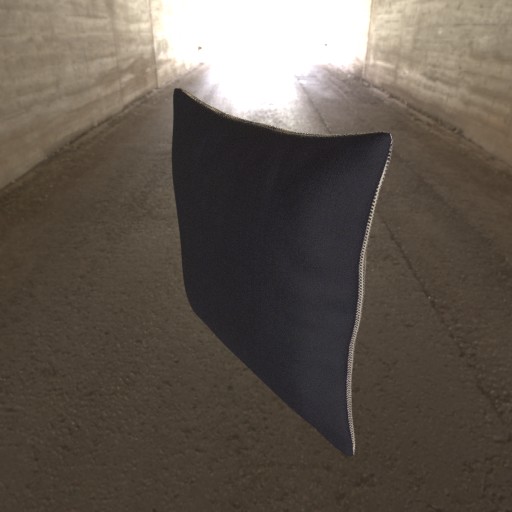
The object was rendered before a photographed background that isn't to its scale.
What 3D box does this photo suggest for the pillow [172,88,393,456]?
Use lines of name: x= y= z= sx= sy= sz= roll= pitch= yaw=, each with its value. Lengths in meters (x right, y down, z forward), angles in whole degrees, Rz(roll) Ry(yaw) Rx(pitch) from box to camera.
pillow: x=0.000 y=0.000 z=0.774 sx=0.166 sy=0.508 sz=0.520 roll=-18 pitch=32 yaw=-31
